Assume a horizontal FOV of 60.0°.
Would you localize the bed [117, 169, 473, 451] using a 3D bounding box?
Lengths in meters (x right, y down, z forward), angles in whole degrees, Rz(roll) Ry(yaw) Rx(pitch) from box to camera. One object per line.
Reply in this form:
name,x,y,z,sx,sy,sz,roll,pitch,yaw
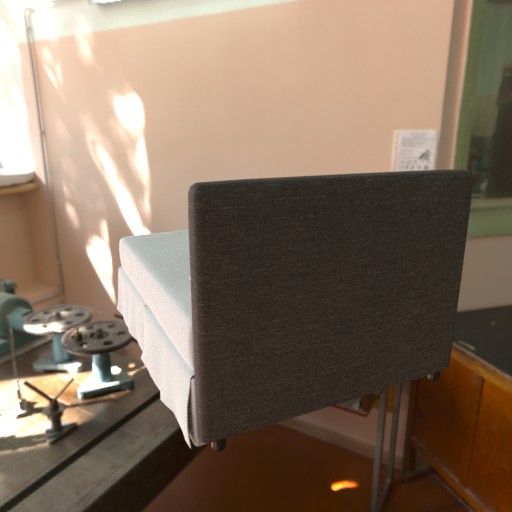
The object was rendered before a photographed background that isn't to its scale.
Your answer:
bed,0.000,0.000,3.198,1.723,1.330,2.142,-7,17,-25
